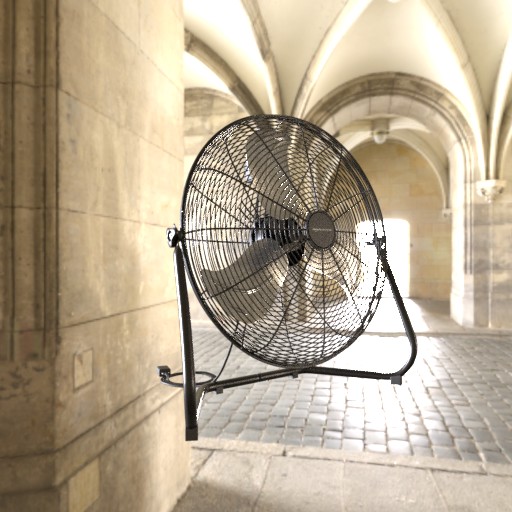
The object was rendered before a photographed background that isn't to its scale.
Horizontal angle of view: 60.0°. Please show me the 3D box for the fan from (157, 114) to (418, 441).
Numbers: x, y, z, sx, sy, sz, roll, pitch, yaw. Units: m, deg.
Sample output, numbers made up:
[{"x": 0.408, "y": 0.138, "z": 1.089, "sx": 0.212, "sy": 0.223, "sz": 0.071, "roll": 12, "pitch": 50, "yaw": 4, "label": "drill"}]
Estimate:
[{"x": 0.000, "y": 0.000, "z": 1.046, "sx": 0.595, "sy": 0.605, "sz": 0.470, "roll": 0, "pitch": 0, "yaw": -35, "label": "fan"}]
